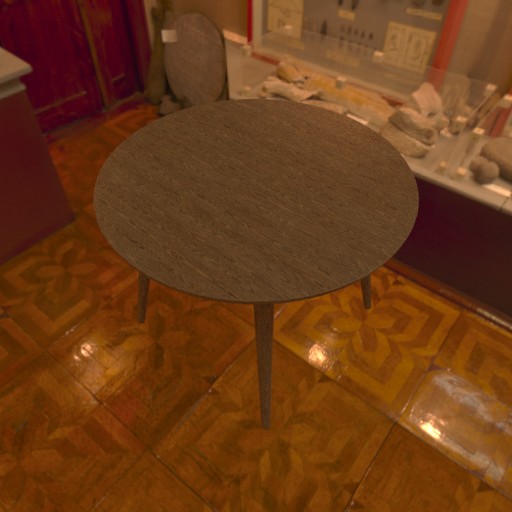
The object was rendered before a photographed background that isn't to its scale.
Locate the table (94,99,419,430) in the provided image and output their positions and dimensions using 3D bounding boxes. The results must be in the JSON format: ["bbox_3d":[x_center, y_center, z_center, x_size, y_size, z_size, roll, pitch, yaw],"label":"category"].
[{"bbox_3d":[0.000,0.000,1.766,1.053,0.786,1.053,0,47,0],"label":"table"}]
